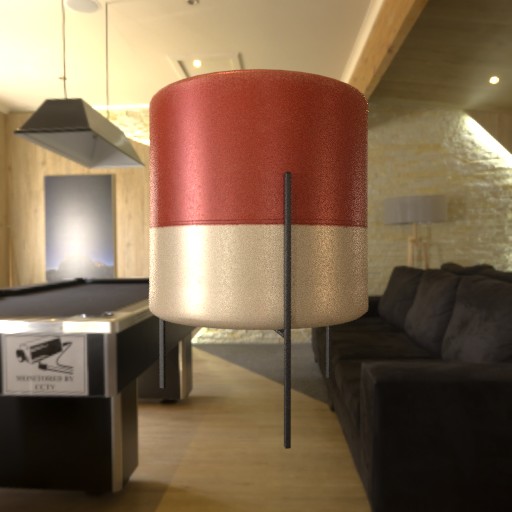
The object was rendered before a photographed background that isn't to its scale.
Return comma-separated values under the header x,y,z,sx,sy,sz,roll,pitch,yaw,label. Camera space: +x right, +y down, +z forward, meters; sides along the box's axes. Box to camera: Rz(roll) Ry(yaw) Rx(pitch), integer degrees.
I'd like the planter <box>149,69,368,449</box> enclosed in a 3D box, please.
x,y,z,sx,sy,sz,roll,pitch,yaw,label
0.000,0.000,0.717,0.354,0.465,0.345,0,1,19,planter
